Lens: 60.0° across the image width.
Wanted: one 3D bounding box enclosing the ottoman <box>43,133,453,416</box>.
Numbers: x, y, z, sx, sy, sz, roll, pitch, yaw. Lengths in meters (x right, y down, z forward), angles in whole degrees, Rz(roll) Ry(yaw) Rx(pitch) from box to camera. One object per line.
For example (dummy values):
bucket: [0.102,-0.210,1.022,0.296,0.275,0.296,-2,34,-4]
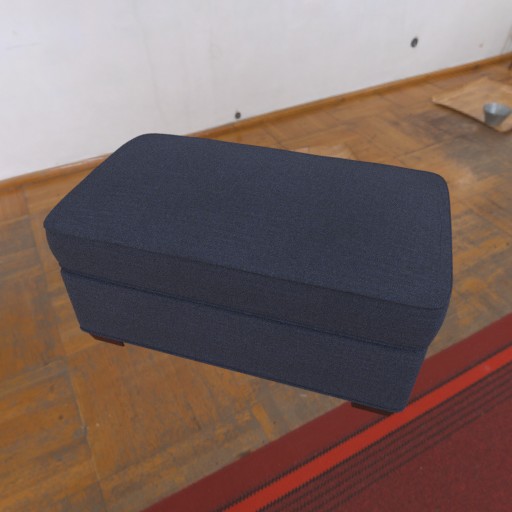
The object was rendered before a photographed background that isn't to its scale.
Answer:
ottoman: [0.000,0.000,1.182,0.895,0.453,0.505,11,43,12]
